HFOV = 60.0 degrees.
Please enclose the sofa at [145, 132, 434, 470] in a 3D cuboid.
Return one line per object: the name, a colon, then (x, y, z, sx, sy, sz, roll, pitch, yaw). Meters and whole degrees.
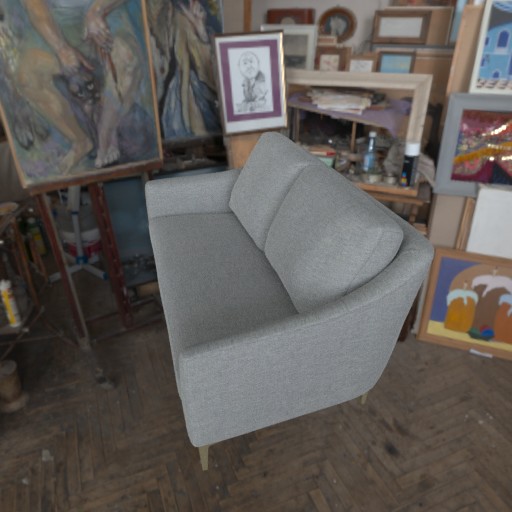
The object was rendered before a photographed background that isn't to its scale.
sofa: (0.000, 0.000, 2.184, 0.960, 0.904, 1.619, -8, 30, -14)
